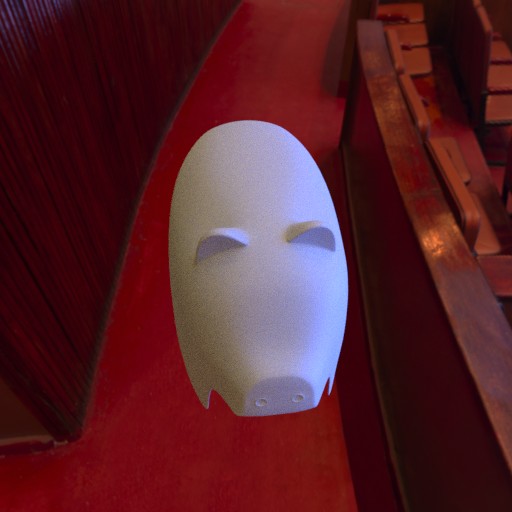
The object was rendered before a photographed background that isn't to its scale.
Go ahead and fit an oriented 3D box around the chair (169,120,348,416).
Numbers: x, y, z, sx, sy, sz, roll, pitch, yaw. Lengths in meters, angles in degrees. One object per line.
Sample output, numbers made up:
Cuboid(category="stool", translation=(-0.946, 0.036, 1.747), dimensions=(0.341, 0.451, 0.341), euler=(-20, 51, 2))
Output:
Cuboid(category="chair", translation=(0.000, 0.000, 0.875), dimensions=(0.364, 0.423, 0.619), euler=(-5, 47, -5))
